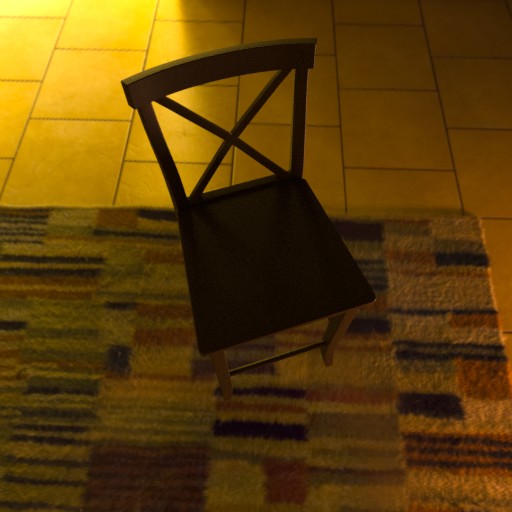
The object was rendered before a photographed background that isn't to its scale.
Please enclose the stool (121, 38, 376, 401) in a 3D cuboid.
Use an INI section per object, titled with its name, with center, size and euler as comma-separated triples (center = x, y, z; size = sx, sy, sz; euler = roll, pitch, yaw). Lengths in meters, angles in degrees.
[stool]
center = 0.000, 0.000, 1.296
size = 0.452, 0.989, 0.559
euler = -16, 64, -8
